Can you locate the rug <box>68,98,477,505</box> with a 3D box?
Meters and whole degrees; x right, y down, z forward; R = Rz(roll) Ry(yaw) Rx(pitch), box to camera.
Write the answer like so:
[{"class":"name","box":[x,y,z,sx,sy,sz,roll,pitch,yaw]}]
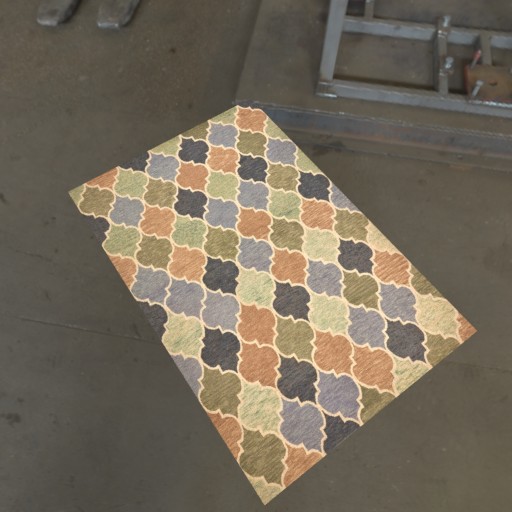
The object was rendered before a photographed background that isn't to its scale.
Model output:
[{"class":"rug","box":[0.000,0.000,2.239,1.216,0.006,1.828,-32,67,-16]}]
